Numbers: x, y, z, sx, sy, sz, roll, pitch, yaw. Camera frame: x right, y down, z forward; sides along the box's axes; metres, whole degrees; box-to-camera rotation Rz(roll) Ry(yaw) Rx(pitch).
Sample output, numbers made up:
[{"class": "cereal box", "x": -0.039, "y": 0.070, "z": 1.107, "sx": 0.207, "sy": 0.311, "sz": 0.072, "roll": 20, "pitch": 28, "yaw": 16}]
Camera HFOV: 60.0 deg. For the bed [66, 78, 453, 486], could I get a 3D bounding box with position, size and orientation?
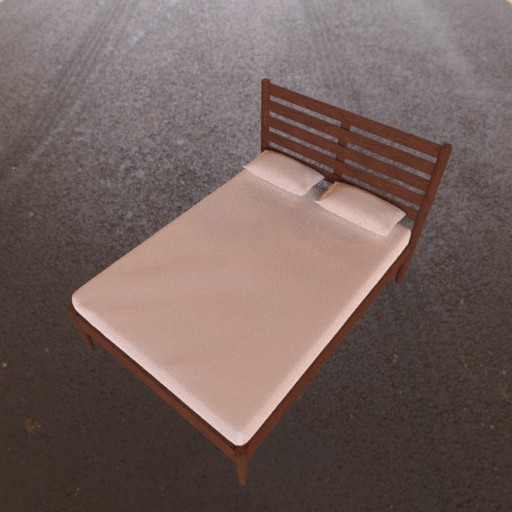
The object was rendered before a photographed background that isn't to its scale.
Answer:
[{"class": "bed", "x": 0.000, "y": 0.000, "z": 3.010, "sx": 1.509, "sy": 1.304, "sz": 2.093, "roll": 30, "pitch": 54, "yaw": 26}]
